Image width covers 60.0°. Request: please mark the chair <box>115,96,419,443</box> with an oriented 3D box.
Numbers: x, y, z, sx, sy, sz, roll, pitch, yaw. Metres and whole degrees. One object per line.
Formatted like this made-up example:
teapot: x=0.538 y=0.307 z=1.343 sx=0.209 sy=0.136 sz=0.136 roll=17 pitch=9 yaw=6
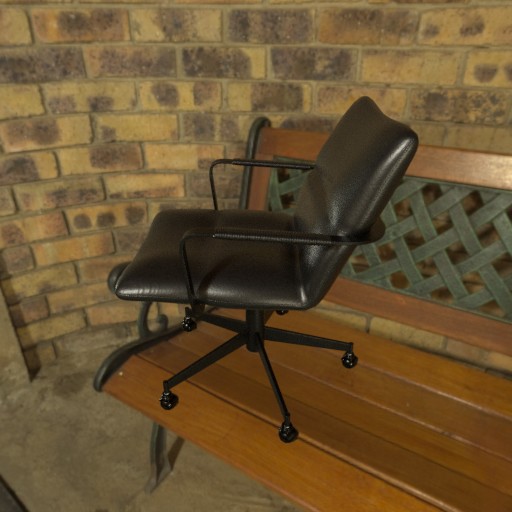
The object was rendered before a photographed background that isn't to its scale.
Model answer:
chair: x=0.000 y=0.000 z=1.428 sx=0.748 sy=0.922 sz=0.719 roll=1 pitch=28 yaw=1
